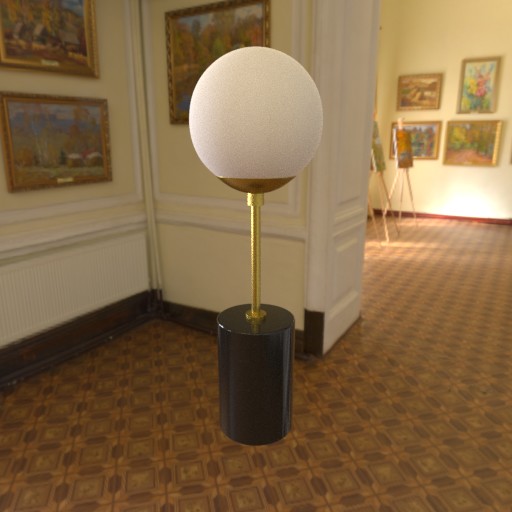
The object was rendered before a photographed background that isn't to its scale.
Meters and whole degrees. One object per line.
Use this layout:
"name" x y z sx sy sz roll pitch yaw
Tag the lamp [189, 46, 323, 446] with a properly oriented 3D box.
"lamp" 0.000 0.000 0.556 0.153 0.480 0.153 0 15 0
